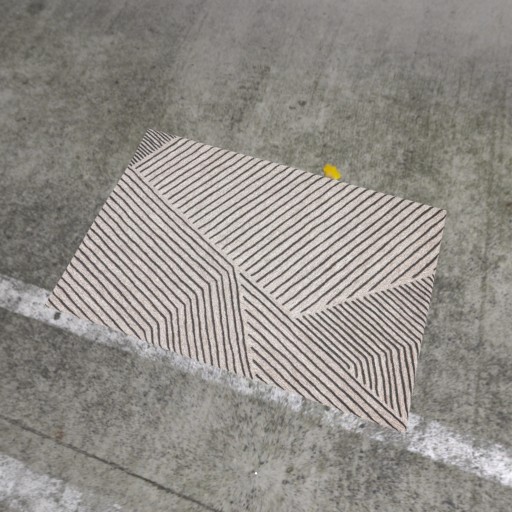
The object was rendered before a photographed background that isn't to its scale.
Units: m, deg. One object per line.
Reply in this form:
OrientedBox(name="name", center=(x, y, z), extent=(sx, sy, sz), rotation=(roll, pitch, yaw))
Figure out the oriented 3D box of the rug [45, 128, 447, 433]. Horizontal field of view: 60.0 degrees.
OrientedBox(name="rug", center=(0.000, 0.000, 2.364), extent=(1.842, 0.019, 1.237), rotation=(17, 65, 8))
